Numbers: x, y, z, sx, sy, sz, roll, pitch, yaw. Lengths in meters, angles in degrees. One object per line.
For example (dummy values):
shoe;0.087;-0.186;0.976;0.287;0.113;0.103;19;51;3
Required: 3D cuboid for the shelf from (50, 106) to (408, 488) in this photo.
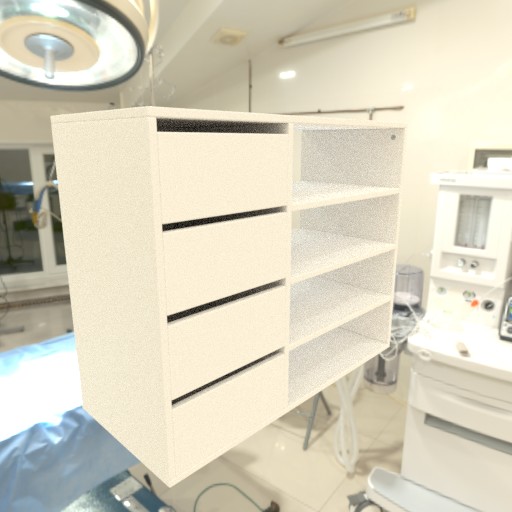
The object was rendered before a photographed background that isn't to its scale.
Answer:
shelf;0.000;0.000;1.244;0.396;0.732;0.895;14;20;43
